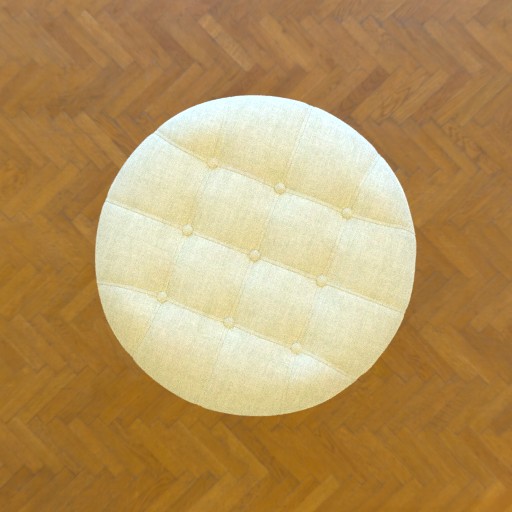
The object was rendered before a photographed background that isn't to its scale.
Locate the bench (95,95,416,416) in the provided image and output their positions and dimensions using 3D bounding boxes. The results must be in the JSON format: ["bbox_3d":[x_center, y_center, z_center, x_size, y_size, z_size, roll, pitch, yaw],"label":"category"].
[{"bbox_3d":[0.000,0.000,0.996,0.600,0.453,0.600,0,90,1],"label":"bench"}]
